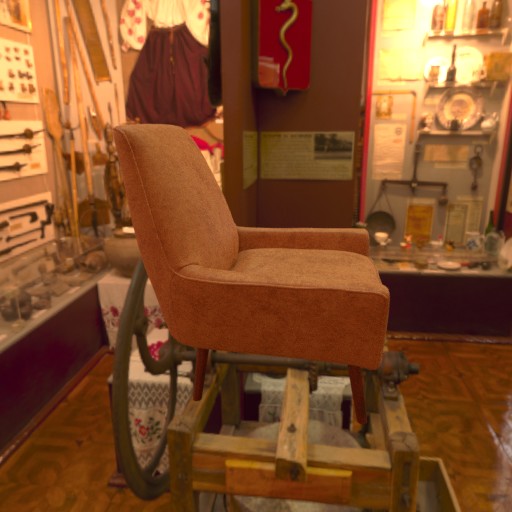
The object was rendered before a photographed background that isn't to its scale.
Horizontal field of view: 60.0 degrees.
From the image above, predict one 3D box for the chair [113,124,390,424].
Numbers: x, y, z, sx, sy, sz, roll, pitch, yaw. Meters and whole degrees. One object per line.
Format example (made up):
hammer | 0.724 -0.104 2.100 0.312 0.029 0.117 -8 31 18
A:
chair | 0.000 0.000 1.546 0.851 0.883 0.753 3 16 9
